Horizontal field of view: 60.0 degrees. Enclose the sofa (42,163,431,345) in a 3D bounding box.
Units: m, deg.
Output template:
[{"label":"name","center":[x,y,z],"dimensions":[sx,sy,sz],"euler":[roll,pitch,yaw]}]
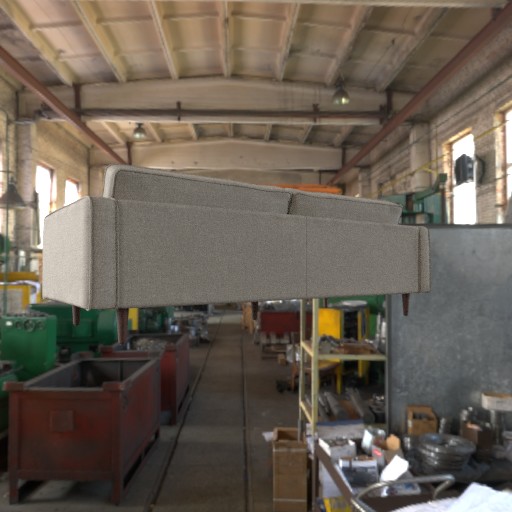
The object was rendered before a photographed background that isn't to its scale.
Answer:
[{"label":"sofa","center":[0.000,0.000,2.640],"dimensions":[2.211,0.762,0.914],"euler":[1,-2,-36]}]
